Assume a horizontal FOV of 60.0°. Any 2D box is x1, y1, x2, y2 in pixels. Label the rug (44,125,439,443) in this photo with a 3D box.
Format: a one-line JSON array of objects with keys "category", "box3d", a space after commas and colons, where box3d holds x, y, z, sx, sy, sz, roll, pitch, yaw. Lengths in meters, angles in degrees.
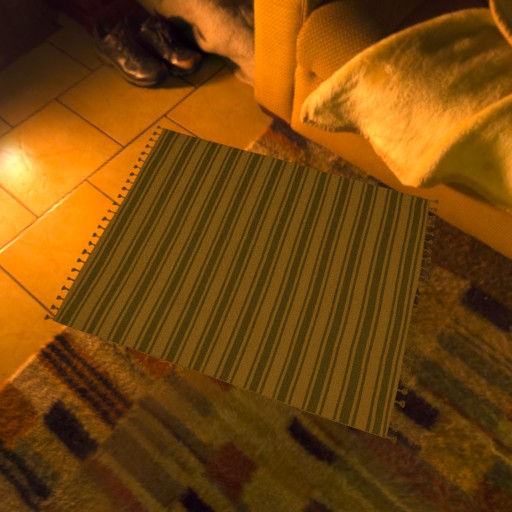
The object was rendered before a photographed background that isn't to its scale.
[{"category": "rug", "box3d": [0.000, 0.000, 4.253, 3.201, 0.005, 2.439, 17, 64, 9]}]
